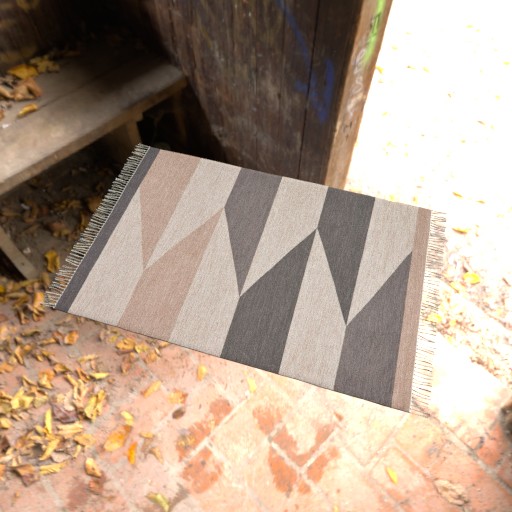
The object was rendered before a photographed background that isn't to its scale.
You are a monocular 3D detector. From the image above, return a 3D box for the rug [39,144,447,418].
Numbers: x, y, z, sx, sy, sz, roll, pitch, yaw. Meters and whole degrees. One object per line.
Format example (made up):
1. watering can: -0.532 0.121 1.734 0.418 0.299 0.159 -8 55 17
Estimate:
1. rug: 0.000 0.000 2.469 2.021 0.027 1.224 14 59 9
